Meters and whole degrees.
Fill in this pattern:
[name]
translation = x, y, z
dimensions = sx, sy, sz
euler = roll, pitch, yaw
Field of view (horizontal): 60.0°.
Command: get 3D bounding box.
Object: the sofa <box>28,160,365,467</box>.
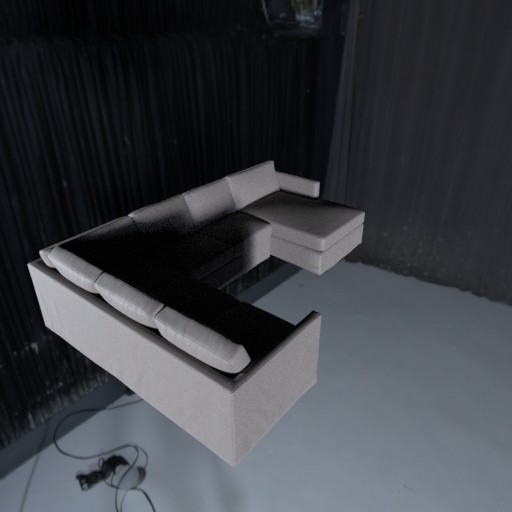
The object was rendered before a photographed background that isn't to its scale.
[sofa]
translation = 0.000, 0.000, 4.539
dimensions = 2.427, 0.882, 3.460
euler = 21, 36, 33
